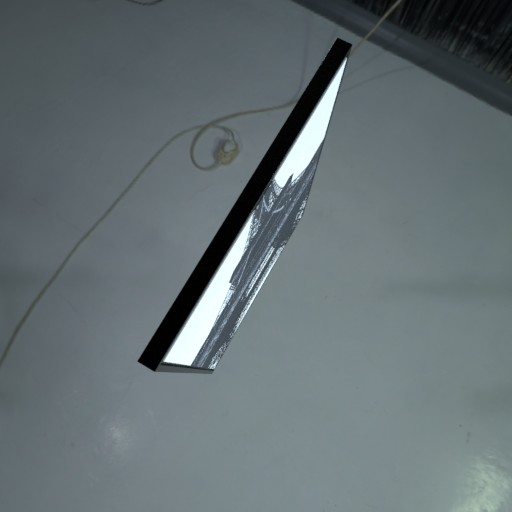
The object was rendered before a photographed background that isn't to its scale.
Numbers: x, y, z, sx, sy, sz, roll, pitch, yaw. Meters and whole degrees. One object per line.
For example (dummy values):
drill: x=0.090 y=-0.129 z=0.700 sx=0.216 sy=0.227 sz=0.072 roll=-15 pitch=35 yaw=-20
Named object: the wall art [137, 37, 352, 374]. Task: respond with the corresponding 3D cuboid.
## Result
wall art: x=0.000 y=0.000 z=1.403 sx=0.040 sy=1.062 sz=0.805 roll=29 pitch=77 yaw=7
